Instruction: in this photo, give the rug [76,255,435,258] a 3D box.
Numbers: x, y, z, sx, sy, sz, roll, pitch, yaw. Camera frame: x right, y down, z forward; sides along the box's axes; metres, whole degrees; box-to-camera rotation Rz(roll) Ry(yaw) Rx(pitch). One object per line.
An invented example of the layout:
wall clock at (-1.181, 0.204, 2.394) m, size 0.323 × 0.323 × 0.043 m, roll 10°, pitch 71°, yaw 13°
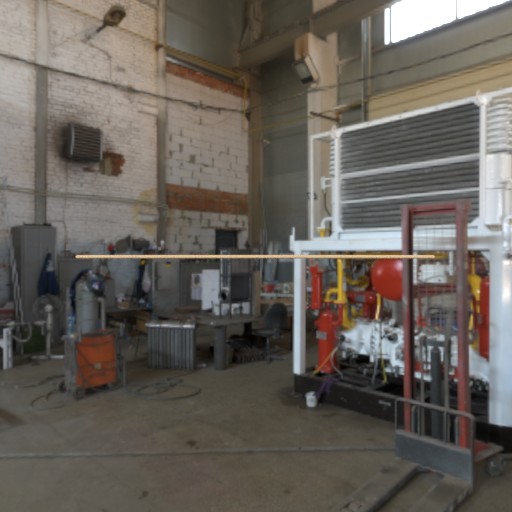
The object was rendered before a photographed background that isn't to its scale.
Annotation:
rug at (0.000, 0.000, 3.008) m, size 1.526 × 0.014 × 2.290 m, roll 0°, pitch 0°, yaw 0°
